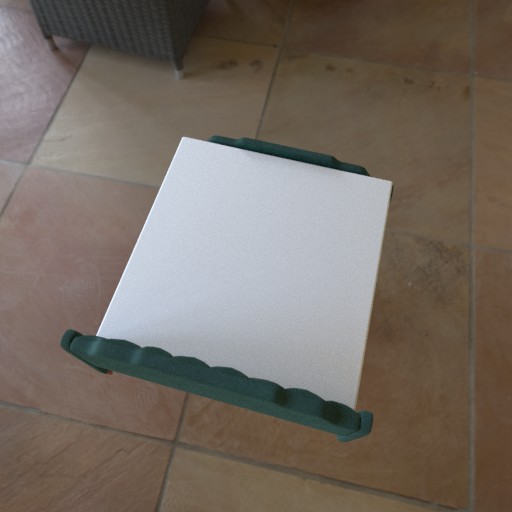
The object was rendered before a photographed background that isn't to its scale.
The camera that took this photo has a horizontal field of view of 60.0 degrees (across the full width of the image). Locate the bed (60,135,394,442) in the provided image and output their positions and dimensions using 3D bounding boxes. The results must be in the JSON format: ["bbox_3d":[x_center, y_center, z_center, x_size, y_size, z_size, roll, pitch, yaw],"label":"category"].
[{"bbox_3d":[0.000,0.000,3.649,2.074,1.245,2.340,14,65,6],"label":"bed"}]
